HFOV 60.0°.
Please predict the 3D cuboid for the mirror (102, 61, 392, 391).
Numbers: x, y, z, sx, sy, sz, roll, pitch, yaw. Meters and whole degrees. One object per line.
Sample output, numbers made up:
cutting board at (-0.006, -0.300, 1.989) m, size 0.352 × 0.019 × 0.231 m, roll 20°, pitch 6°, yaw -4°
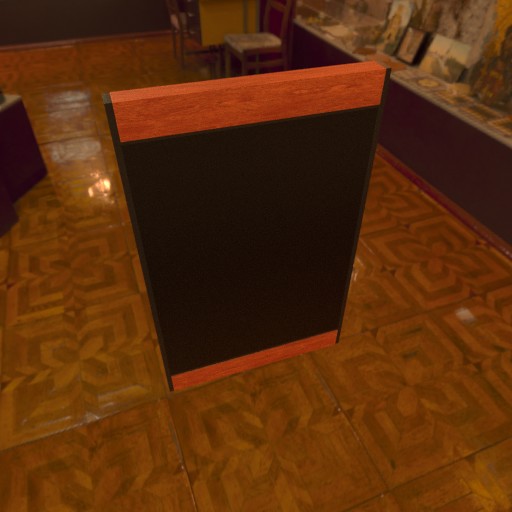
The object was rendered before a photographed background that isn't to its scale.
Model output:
mirror at (0.000, 0.000, 1.051) m, size 0.525 × 0.823 × 0.047 m, roll -13°, pitch 42°, yaw -14°
